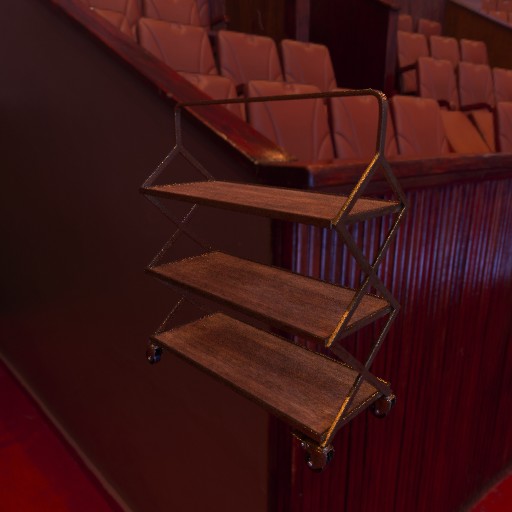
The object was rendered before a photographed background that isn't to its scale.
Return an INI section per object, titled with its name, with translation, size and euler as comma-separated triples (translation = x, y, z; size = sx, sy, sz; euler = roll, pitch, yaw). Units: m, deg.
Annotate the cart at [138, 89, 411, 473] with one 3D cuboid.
[cart]
translation = 0.000, 0.000, 1.192
size = 0.313, 0.805, 0.723
euler = -15, 22, -43
